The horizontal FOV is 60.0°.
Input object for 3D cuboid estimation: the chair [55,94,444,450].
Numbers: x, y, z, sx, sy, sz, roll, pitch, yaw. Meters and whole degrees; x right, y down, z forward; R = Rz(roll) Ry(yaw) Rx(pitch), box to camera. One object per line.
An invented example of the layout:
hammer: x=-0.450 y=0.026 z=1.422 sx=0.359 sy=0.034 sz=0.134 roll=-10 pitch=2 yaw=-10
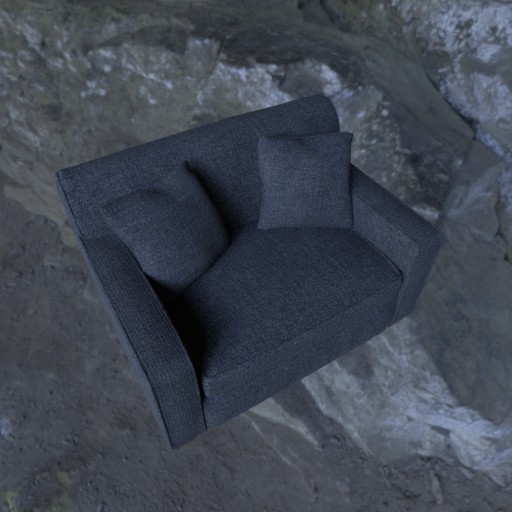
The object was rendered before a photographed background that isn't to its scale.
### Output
chair: x=0.000 y=0.000 z=2.062 sx=1.383 sy=0.948 sz=1.000 roll=-23 pitch=50 yaw=-21
